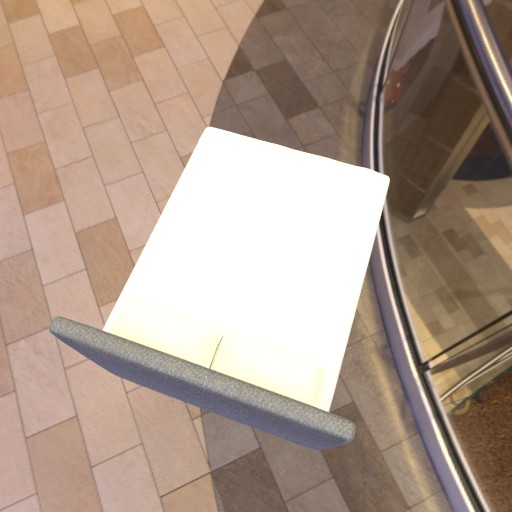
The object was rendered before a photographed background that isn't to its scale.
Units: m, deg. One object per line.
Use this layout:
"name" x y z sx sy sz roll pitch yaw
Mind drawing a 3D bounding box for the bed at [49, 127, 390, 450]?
"bed" 0.000 0.000 3.202 1.723 1.330 2.142 18 66 8
